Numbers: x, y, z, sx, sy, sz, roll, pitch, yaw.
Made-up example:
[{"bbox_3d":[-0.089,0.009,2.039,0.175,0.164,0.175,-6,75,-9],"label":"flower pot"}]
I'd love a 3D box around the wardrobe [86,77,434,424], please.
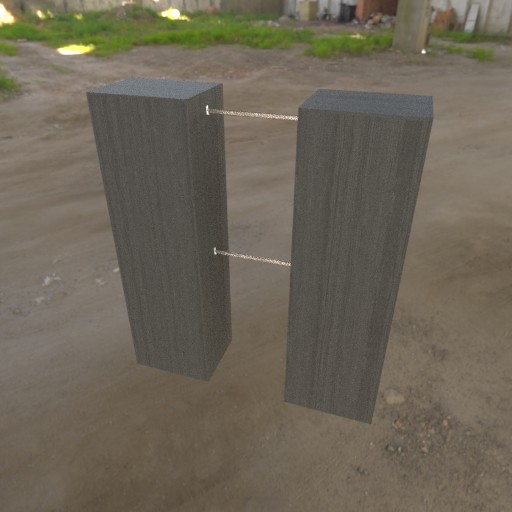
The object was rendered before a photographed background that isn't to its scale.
[{"bbox_3d":[0.000,0.000,2.858,1.770,2.000,0.480,10,32,16],"label":"wardrobe"}]
